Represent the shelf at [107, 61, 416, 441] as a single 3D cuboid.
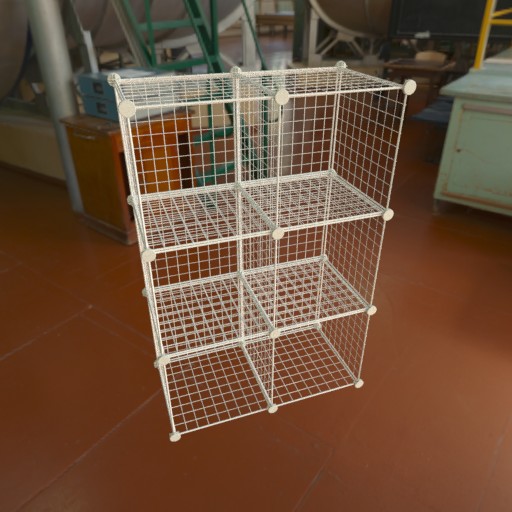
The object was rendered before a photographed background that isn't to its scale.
[{"bbox_3d":[0.000,0.000,1.403,0.711,1.067,0.356,-10,33,-17],"label":"shelf"}]
